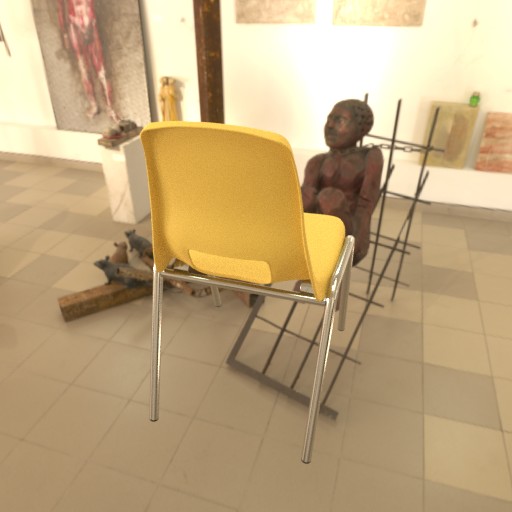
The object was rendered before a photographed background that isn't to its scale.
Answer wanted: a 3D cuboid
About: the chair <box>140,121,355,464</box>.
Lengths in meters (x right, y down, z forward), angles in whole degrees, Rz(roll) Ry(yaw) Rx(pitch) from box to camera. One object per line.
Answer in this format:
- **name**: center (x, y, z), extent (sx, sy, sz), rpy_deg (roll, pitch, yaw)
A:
- **chair**: center (0.000, 0.000, 0.922), extent (0.381, 0.653, 0.436), rpy_deg (9, 33, 14)
